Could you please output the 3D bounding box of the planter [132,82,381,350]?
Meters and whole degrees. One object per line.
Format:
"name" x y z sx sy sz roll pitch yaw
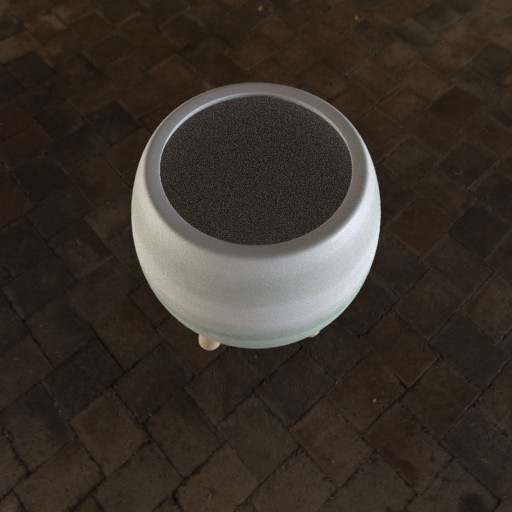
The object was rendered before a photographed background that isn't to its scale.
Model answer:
"planter" 0.000 0.000 0.341 0.161 0.224 0.161 0 62 0
